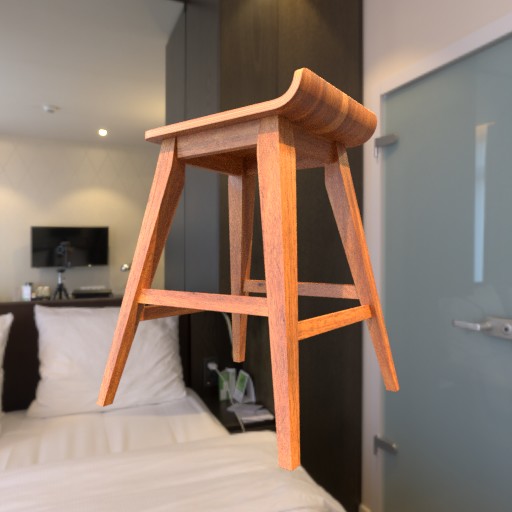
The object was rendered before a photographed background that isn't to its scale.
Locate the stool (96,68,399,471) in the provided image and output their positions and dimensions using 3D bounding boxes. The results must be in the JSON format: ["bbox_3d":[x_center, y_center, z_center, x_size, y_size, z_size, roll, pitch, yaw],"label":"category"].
[{"bbox_3d":[0.000,0.000,1.022,0.500,0.650,0.500,0,1,36],"label":"stool"}]
